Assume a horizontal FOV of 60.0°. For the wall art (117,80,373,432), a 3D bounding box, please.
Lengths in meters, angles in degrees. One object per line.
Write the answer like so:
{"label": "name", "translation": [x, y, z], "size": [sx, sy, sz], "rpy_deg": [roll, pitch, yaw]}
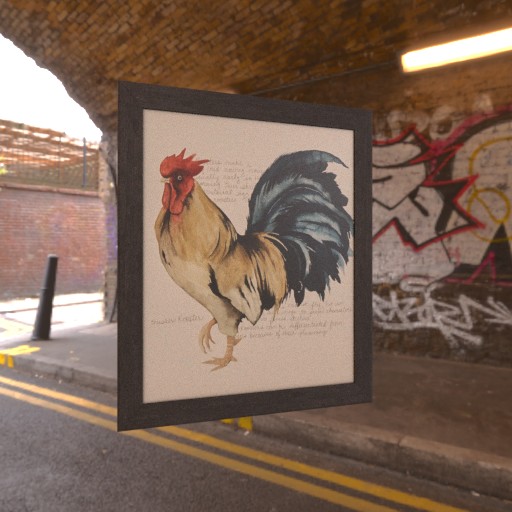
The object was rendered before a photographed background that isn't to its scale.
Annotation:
{"label": "wall art", "translation": [0.000, 0.000, 0.797], "size": [0.476, 0.570, 0.013], "rpy_deg": [0, 0, -18]}
